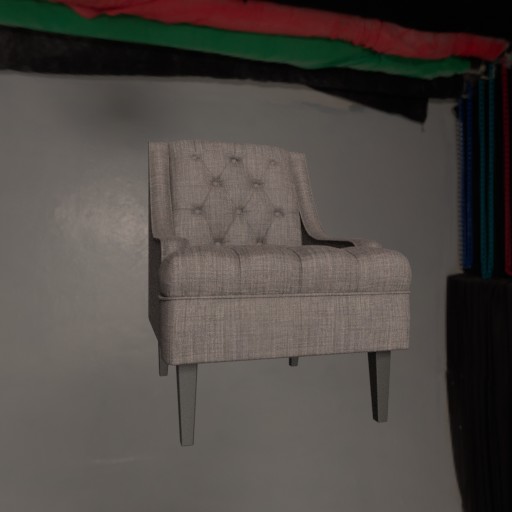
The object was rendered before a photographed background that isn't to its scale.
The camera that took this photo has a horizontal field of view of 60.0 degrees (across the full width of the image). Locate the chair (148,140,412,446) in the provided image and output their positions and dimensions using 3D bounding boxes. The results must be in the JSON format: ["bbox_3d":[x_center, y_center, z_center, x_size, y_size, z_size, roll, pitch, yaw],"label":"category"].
[{"bbox_3d":[0.000,0.000,1.414,0.655,0.891,0.771,0,0,-17],"label":"chair"}]
